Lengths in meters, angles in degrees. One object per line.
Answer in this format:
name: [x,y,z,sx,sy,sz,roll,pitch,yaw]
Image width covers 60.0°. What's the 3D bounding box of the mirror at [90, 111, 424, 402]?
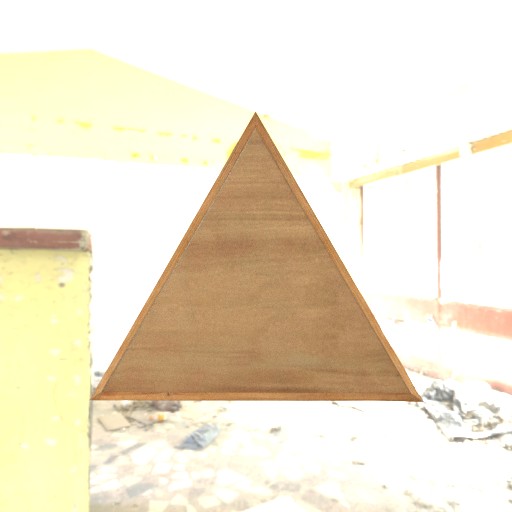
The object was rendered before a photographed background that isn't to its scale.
mirror: [0.000,0.000,0.886,0.631,0.548,0.100,0,0,1]
